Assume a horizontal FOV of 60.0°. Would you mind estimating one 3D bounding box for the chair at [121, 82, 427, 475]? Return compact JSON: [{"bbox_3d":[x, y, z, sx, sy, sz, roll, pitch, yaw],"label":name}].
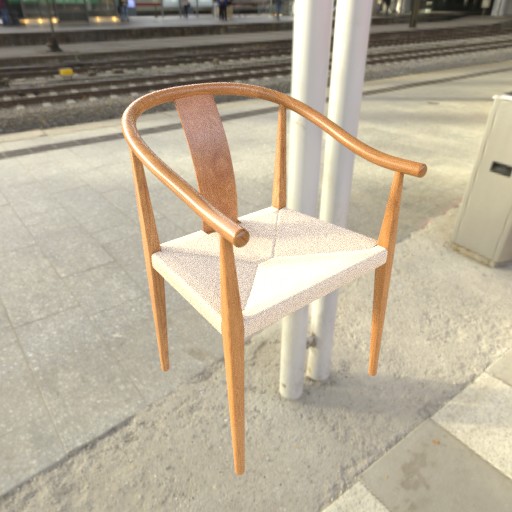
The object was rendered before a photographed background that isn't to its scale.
[{"bbox_3d":[0.000,0.000,1.188,0.556,0.800,0.579,-22,37,-33],"label":"chair"}]
